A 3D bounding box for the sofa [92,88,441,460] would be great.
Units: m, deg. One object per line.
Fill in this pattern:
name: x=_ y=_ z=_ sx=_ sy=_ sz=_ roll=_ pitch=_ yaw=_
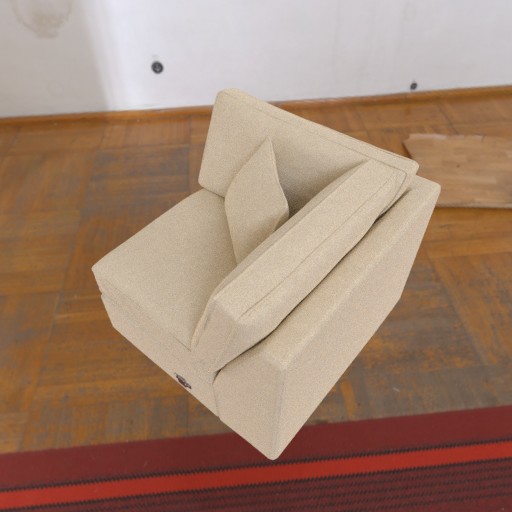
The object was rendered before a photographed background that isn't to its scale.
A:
sofa: x=0.000 y=0.000 z=2.000 sx=1.084 sy=1.002 sz=1.146 roll=31 pitch=54 yaw=26
